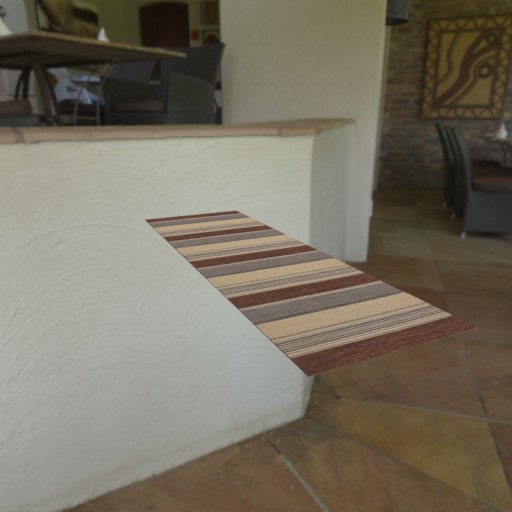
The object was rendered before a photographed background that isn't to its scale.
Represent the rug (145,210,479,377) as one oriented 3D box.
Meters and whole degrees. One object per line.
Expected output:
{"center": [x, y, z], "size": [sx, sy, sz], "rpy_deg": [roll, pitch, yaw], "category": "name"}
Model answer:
{"center": [0.000, 0.000, 2.644], "size": [0.792, 0.006, 2.437], "rpy_deg": [-8, 20, -24], "category": "rug"}
